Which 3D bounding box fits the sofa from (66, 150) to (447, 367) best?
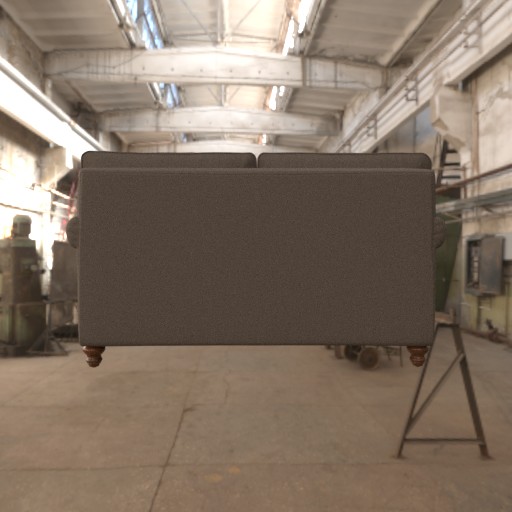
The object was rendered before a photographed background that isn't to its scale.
[{"bbox_3d":[0.000,0.000,2.272,1.665,0.937,0.964,0,0,-1],"label":"sofa"}]
